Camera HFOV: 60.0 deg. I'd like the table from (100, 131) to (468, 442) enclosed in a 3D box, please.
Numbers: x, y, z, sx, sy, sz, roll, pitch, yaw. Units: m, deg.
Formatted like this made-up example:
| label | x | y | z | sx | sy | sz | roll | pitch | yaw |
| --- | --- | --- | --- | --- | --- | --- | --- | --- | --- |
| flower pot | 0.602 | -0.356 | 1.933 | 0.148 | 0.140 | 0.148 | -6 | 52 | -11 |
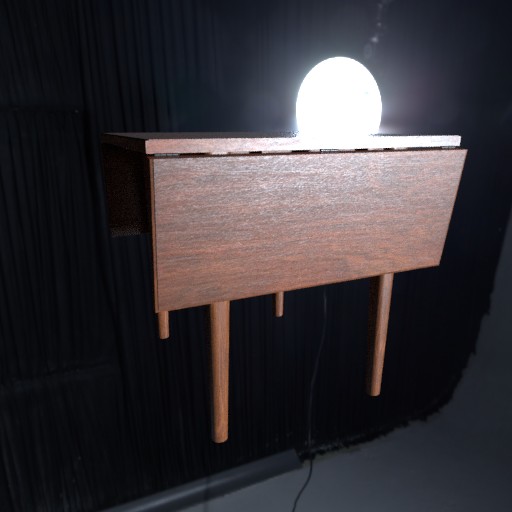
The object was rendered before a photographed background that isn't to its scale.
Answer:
| label | x | y | z | sx | sy | sz | roll | pitch | yaw |
| --- | --- | --- | --- | --- | --- | --- | --- | --- | --- |
| table | 0.000 | 0.000 | 1.439 | 0.812 | 0.763 | 0.843 | -7 | 18 | -23 |
